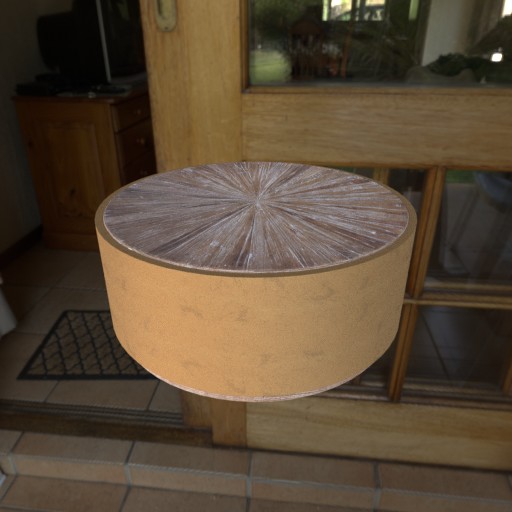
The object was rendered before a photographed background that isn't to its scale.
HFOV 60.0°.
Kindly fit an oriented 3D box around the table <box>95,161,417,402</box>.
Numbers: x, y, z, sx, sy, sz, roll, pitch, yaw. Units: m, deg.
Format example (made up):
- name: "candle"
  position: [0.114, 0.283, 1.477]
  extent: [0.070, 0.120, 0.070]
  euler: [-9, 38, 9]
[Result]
- name: "table"
  position: [0.000, 0.000, 1.536]
  extent: [1.001, 0.409, 1.001]
  euler: [0, 27, 0]
